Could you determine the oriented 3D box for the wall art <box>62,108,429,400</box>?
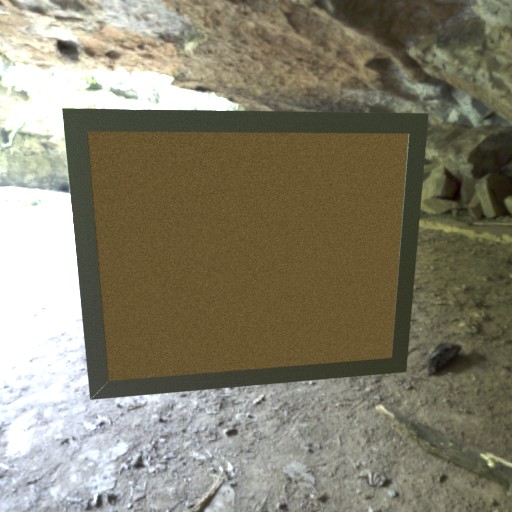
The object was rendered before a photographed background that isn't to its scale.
[{"bbox_3d":[0.000,0.000,0.734,0.557,0.456,0.032,-2,14,-9],"label":"wall art"}]
